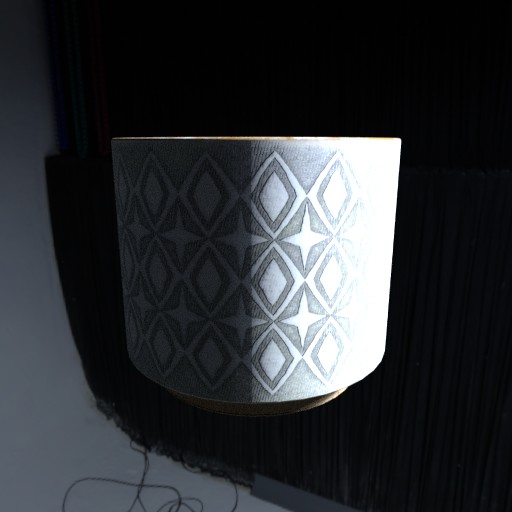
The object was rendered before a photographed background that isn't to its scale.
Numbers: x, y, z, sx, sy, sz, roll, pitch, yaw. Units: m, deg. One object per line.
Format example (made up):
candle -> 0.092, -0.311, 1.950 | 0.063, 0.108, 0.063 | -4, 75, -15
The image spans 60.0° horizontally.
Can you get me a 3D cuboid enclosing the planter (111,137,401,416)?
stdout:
planter -> 0.000, 0.000, 0.435 | 0.255, 0.223, 0.255 | 0, 14, 0
